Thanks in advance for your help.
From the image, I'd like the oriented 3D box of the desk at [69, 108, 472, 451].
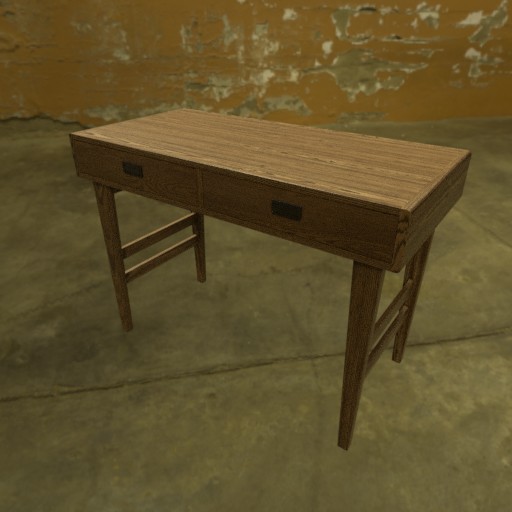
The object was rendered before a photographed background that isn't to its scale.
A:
[{"bbox_3d":[0.000,0.000,1.461,1.067,0.755,0.508,19,34,30],"label":"desk"}]
